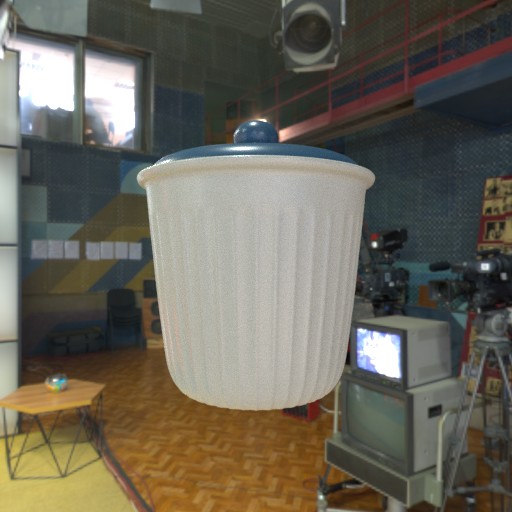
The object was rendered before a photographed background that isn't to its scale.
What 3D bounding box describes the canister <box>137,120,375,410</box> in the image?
[{"bbox_3d":[0.000,0.000,0.349,0.181,0.211,0.181,0,0,0],"label":"canister"}]
